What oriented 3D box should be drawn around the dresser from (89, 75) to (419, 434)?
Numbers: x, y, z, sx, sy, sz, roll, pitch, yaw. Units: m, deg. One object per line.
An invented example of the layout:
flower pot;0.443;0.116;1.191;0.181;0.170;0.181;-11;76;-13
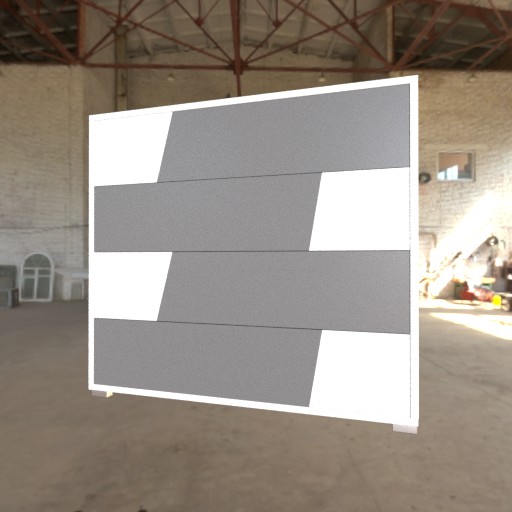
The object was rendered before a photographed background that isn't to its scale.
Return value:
dresser;0.000;0.000;1.618;1.100;1.000;0.460;0;0;18
